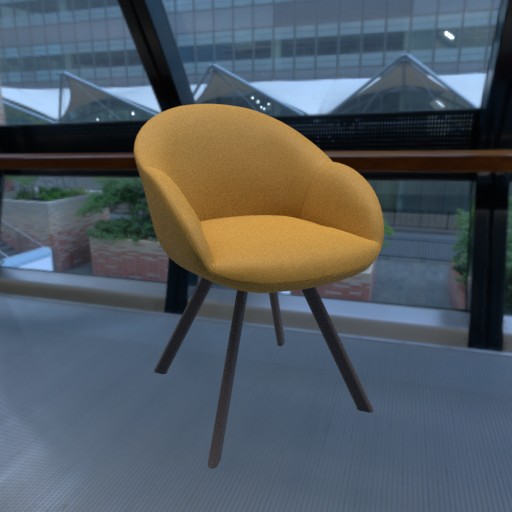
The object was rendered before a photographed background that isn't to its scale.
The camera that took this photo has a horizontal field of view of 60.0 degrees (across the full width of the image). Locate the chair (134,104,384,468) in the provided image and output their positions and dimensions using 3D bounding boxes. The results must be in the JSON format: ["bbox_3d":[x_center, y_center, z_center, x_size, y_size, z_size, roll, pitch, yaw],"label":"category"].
[{"bbox_3d":[0.000,0.000,1.166,0.551,0.793,0.583,-8,17,-26],"label":"chair"}]
